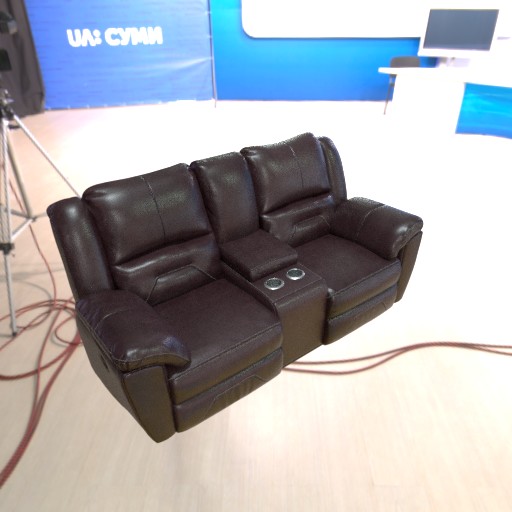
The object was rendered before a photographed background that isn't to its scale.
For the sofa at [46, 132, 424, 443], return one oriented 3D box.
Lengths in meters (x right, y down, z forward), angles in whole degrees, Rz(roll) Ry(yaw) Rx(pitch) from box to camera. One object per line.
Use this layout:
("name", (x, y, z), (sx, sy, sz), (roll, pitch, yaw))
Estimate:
("sofa", (0.000, 0.000, 2.625), (2.058, 1.043, 0.991), (-22, 38, -31))
